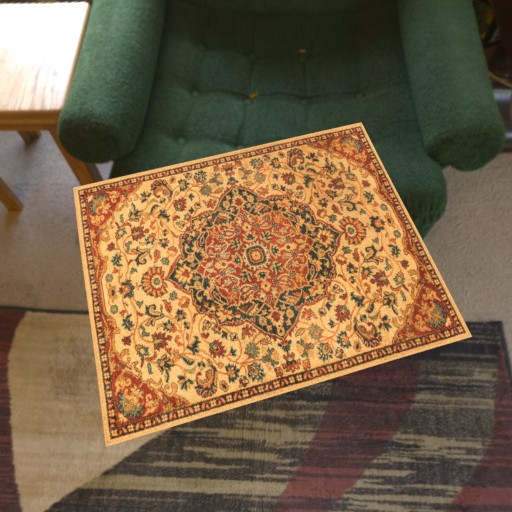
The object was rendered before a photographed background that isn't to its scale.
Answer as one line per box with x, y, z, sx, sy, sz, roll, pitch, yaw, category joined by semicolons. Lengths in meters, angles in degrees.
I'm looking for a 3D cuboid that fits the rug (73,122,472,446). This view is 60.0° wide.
0.000;0.000;4.051;3.067;0.005;2.454;-15;65;-7;rug
